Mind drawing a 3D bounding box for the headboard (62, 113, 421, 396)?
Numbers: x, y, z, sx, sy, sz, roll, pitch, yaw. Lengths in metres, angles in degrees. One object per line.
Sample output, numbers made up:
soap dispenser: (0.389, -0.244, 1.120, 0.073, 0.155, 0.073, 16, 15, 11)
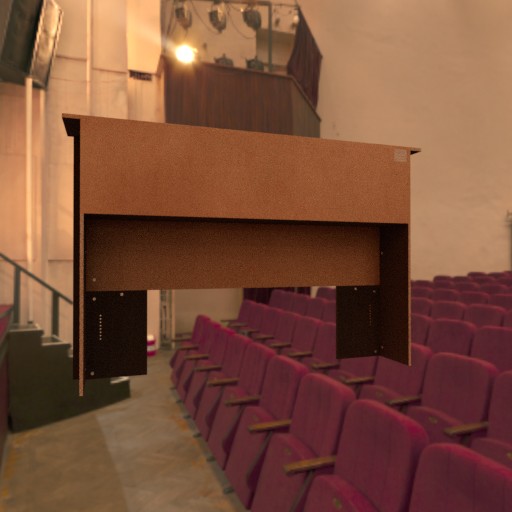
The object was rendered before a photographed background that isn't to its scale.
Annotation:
headboard: (0.000, 0.000, 2.099, 1.671, 1.092, 0.279, 0, -1, -19)
